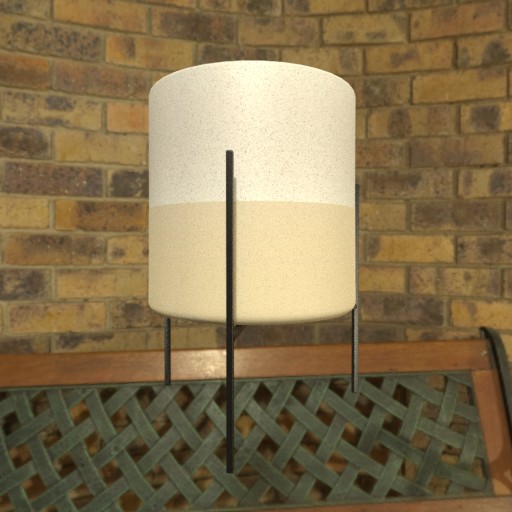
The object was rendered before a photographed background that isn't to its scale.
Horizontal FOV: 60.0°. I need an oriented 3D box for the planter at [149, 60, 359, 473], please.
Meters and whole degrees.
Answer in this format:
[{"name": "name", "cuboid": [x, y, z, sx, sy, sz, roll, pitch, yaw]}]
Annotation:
[{"name": "planter", "cuboid": [0.000, 0.000, 0.541, 0.267, 0.362, 0.263, -1, 2, -35]}]
